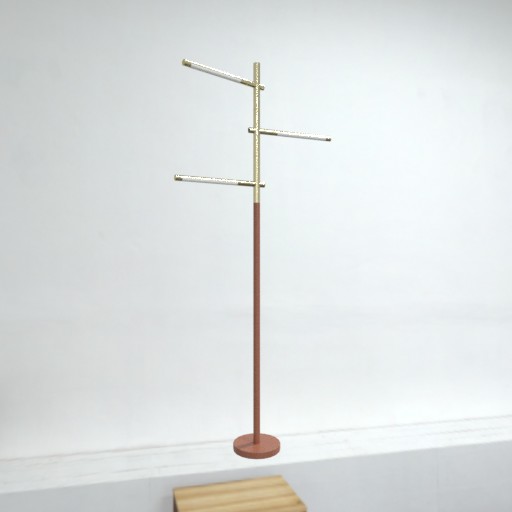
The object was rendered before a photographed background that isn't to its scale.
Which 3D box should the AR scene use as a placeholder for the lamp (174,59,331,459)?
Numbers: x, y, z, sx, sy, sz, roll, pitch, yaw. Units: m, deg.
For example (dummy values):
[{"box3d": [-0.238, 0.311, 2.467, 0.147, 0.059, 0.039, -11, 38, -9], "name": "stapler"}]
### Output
[{"box3d": [0.000, 0.000, 1.959, 0.737, 1.704, 0.209, 0, 0, -35], "name": "lamp"}]
